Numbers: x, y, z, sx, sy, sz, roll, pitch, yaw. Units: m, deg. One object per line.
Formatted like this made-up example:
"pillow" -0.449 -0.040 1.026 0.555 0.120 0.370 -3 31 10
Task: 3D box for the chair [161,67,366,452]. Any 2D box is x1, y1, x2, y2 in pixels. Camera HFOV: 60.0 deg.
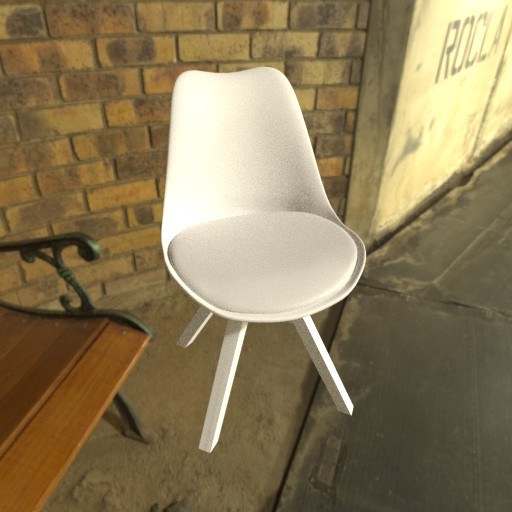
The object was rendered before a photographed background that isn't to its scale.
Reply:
"chair" 0.000 0.000 1.178 0.485 0.850 0.550 -9 33 -14
